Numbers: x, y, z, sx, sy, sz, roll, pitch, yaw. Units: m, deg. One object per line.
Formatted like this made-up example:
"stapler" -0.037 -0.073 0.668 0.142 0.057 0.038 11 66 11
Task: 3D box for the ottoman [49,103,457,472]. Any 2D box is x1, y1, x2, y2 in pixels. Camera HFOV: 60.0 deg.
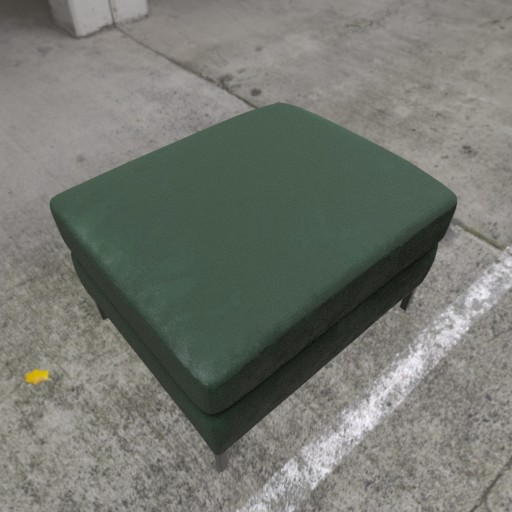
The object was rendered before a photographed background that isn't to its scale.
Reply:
"ottoman" 0.000 0.000 1.290 0.839 0.538 0.701 -32 54 -27
